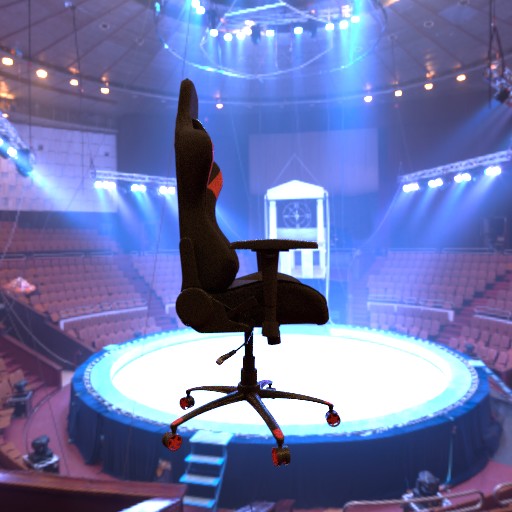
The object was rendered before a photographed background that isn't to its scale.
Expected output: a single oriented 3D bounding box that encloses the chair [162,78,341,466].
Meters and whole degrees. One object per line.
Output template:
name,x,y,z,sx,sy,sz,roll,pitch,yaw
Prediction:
chair,0.000,0.000,1.722,0.658,1.326,0.695,0,1,-1
